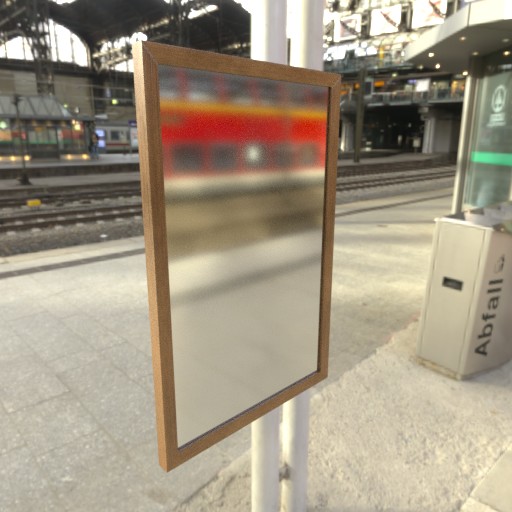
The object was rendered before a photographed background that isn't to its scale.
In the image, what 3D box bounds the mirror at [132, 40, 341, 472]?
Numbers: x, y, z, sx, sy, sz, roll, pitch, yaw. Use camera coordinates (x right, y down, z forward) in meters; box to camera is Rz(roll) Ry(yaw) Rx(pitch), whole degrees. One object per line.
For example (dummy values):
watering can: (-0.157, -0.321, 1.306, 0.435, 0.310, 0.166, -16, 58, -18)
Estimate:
mirror: (0.000, 0.000, 1.126, 0.609, 0.915, 0.040, -14, 20, -42)
